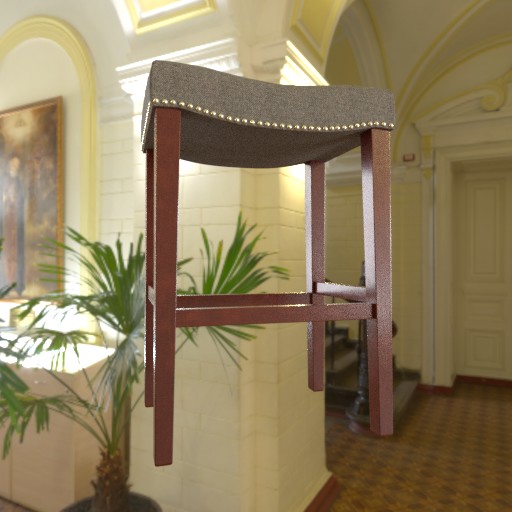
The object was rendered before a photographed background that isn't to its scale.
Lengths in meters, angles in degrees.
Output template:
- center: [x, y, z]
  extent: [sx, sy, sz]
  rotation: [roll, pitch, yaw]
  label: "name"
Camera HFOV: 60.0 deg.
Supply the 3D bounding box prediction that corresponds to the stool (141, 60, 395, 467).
- center: [0.000, 0.000, 1.018]
  extent: [0.504, 0.742, 0.372]
  rotation: [0, -1, -17]
  label: "stool"
